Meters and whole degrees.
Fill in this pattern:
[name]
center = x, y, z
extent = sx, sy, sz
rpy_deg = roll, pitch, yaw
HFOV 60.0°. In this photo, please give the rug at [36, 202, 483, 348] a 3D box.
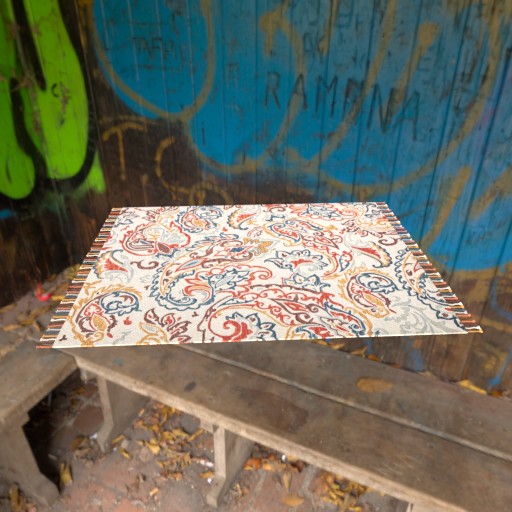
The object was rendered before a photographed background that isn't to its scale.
[rug]
center = 0.000, 0.000, 4.289
extent = 3.274, 0.015, 2.439
rpy_deg = -2, 30, -3
